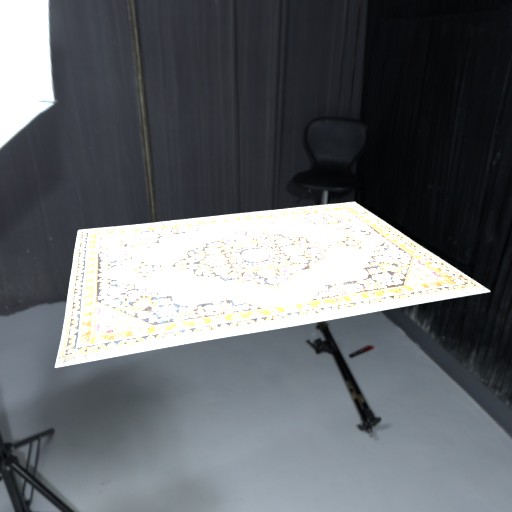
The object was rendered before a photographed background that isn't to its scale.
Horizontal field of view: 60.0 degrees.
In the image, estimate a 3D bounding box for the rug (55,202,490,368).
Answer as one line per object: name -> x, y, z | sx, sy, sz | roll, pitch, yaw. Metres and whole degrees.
rug -> 0.000, 0.000, 3.673 | 2.901, 0.026, 2.043 | -7, 27, -15
